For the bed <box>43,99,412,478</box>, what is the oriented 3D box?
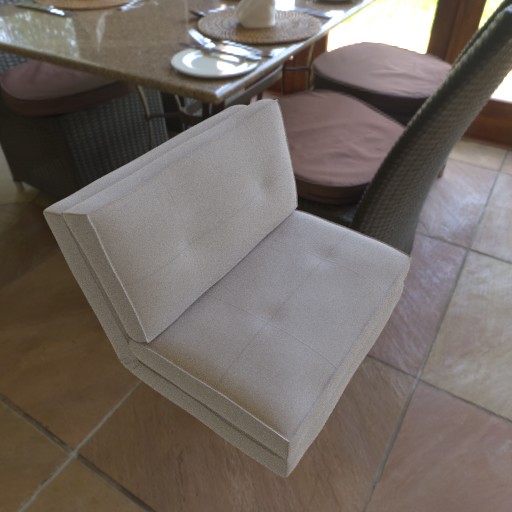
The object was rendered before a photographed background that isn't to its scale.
[{"bbox_3d":[0.000,0.000,1.313,0.749,0.614,0.799,25,47,25],"label":"bed"}]
